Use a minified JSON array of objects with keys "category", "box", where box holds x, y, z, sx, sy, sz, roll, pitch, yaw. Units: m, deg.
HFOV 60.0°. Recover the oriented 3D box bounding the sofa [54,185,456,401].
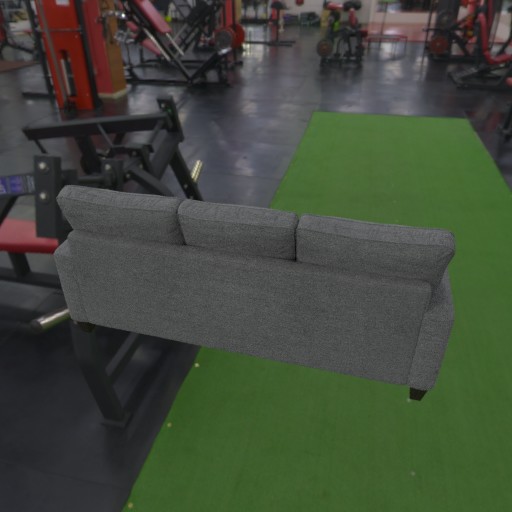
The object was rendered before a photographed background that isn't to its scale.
[{"category":"sofa","box":[0.000,0.000,2.682,2.158,0.965,0.951,8,33,13]}]
